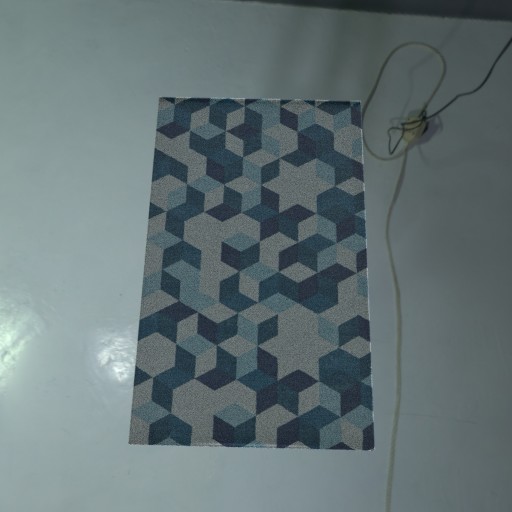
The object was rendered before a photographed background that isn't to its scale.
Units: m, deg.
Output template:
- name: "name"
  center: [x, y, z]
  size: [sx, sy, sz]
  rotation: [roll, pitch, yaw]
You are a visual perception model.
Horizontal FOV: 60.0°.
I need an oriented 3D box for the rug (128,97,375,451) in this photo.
- name: "rug"
  center: [0.000, 0.000, 3.031]
  size: [1.518, 0.015, 2.438]
  rotation: [1, 76, 0]
